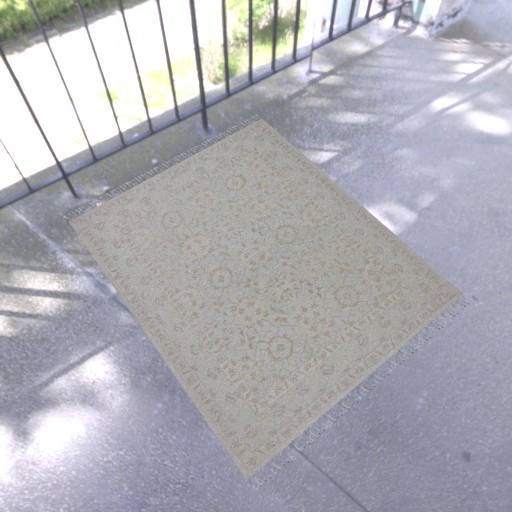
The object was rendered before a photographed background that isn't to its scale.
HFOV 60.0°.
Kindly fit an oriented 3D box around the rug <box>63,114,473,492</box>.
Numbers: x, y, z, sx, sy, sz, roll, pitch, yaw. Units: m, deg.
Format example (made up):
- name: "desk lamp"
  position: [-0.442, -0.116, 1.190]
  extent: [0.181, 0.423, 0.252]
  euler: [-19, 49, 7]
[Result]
- name: "rug"
  position: [0.000, 0.000, 4.091]
  extent: [2.444, 0.013, 3.043]
  euler: [-33, 64, -19]
